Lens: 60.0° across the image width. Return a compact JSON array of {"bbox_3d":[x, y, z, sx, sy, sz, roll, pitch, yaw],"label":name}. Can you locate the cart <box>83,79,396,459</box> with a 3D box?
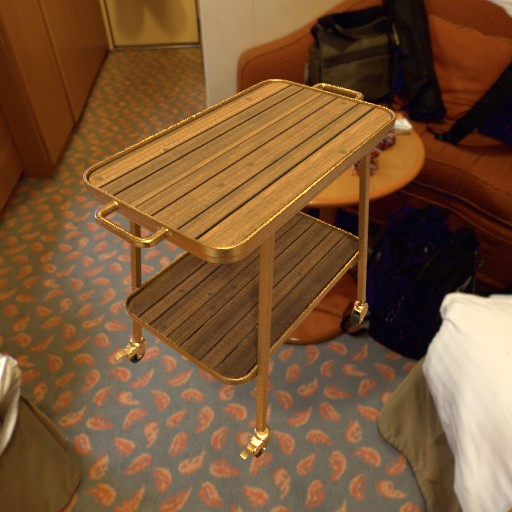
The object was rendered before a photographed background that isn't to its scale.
[{"bbox_3d":[0.000,0.000,1.234,0.524,0.700,0.806,27,48,27],"label":"cart"}]
